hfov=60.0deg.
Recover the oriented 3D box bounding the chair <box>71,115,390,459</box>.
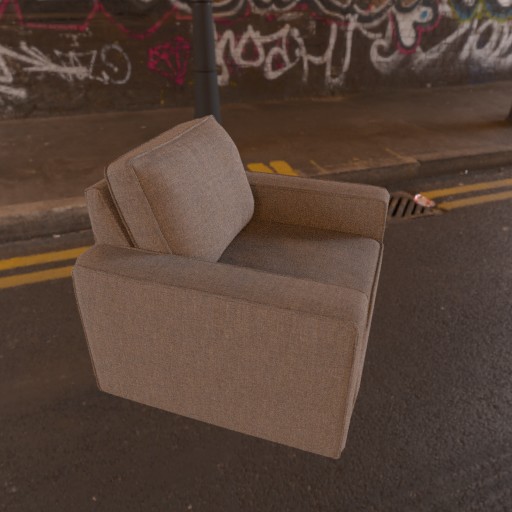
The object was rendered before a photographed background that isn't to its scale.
[{"bbox_3d":[0.000,0.000,1.736,0.940,0.914,1.016,10,32,16],"label":"chair"}]
